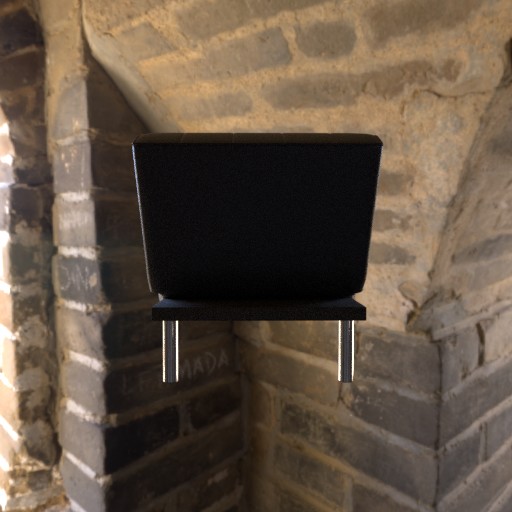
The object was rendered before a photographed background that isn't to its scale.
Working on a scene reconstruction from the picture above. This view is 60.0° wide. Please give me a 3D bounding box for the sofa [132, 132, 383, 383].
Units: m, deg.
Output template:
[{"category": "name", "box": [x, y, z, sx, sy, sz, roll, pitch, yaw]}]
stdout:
[{"category": "sofa", "box": [0.000, 0.000, 2.077, 0.760, 0.820, 1.560, 0, 2, 0]}]
